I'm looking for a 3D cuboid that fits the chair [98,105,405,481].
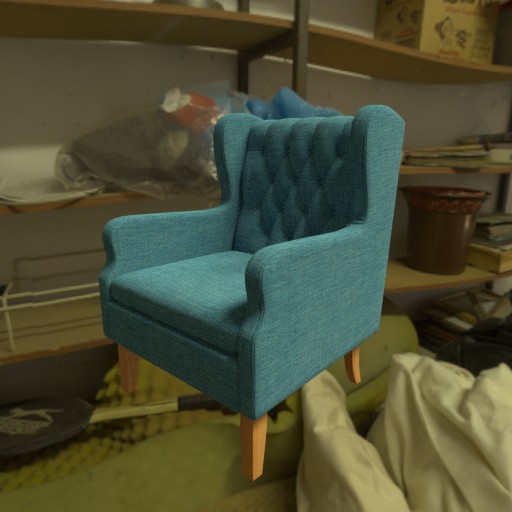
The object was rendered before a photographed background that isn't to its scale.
[{"bbox_3d":[0.000,0.000,1.482,0.711,0.952,0.775,13,20,41],"label":"chair"}]
